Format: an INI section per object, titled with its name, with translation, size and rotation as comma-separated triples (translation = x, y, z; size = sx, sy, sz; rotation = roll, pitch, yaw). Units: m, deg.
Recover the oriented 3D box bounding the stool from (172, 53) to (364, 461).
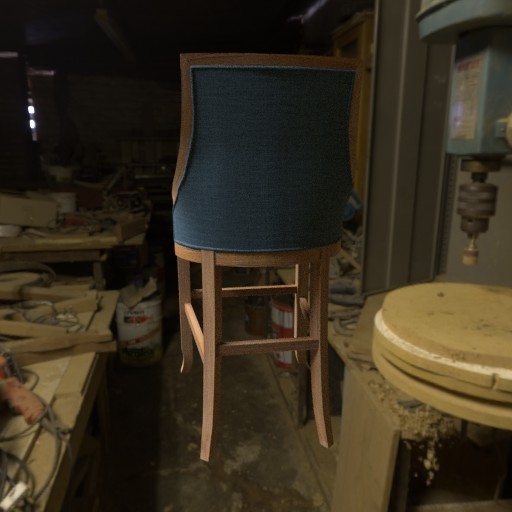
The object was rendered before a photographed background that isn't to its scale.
[stool]
translation = 0.000, 0.000, 1.431
size = 0.524, 1.101, 0.626
rotation = -2, 14, -9
